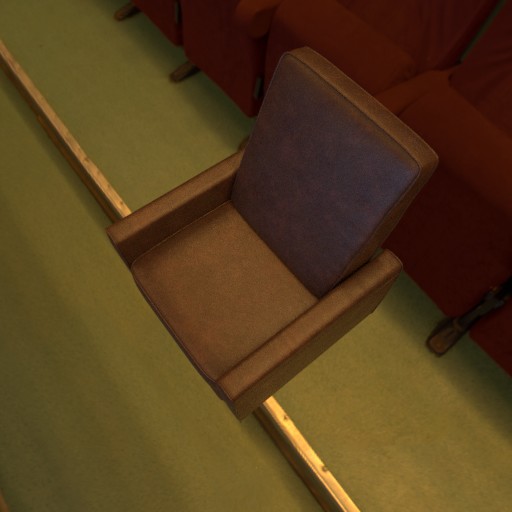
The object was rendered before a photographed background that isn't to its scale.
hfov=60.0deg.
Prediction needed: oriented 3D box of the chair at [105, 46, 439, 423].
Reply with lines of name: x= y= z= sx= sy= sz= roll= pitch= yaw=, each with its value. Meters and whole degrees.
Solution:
chair: x=0.000 y=0.000 z=1.486 sx=0.746 sy=1.013 sz=0.705 roll=-36 pitch=69 yaw=-16
